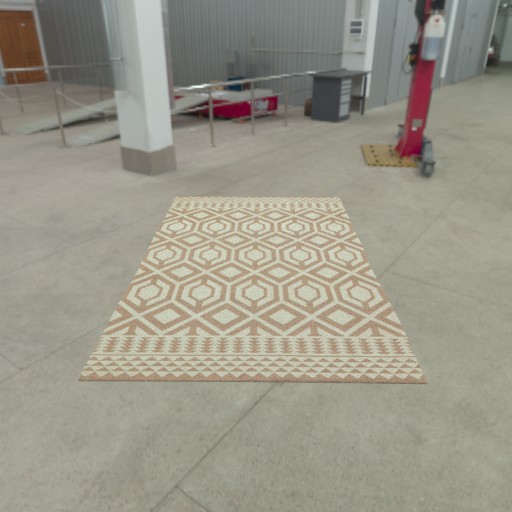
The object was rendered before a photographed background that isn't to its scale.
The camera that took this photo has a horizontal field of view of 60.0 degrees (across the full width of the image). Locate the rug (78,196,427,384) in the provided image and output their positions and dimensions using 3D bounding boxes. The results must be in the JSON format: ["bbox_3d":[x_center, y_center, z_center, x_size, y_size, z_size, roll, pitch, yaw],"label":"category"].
[{"bbox_3d":[0.000,0.000,3.008,1.526,0.011,2.435,0,27,1],"label":"rug"}]
